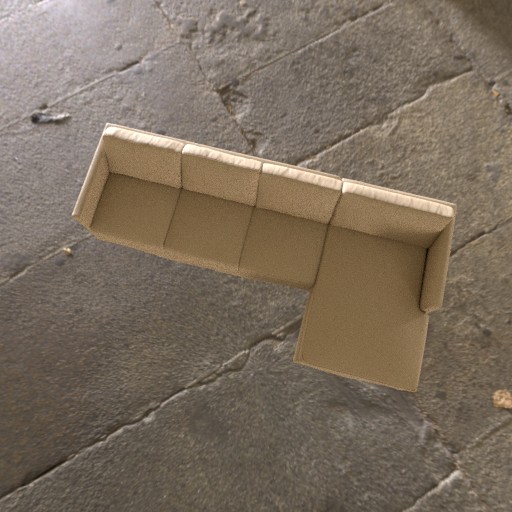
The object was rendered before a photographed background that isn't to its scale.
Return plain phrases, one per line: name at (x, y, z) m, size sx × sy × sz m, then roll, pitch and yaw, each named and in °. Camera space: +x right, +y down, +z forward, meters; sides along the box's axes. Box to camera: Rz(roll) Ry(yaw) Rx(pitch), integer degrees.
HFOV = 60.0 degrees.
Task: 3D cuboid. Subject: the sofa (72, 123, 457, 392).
sofa at (0.000, 0.000, 3.927) m, size 3.206 × 0.871 × 1.622 m, roll 14°, pitch 76°, yaw 4°
